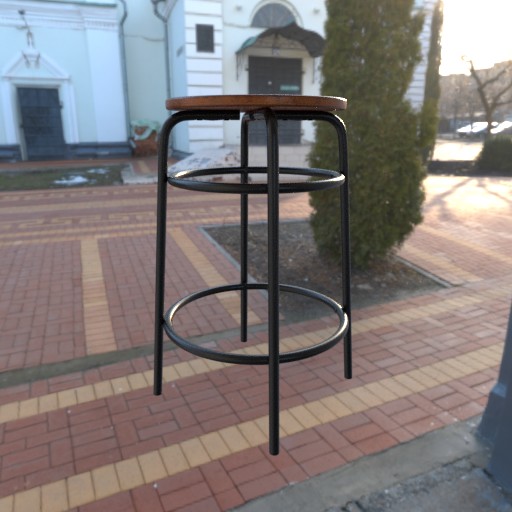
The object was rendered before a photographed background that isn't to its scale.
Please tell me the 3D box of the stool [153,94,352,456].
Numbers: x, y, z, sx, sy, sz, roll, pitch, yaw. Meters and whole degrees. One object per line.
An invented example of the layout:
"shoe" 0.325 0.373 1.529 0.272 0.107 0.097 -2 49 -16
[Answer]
"stool" 0.000 0.000 0.919 0.455 0.610 0.455 -2 16 -8
